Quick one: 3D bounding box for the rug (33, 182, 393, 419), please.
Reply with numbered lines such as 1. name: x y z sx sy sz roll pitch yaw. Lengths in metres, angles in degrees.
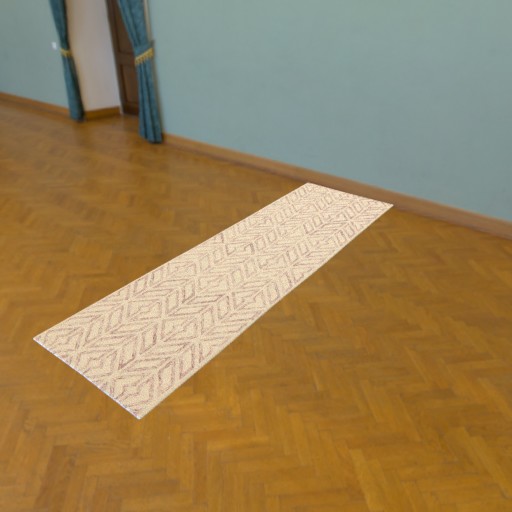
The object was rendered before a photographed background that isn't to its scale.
1. rug: 0.000 0.000 2.690 0.750 0.009 2.435 21 37 31
